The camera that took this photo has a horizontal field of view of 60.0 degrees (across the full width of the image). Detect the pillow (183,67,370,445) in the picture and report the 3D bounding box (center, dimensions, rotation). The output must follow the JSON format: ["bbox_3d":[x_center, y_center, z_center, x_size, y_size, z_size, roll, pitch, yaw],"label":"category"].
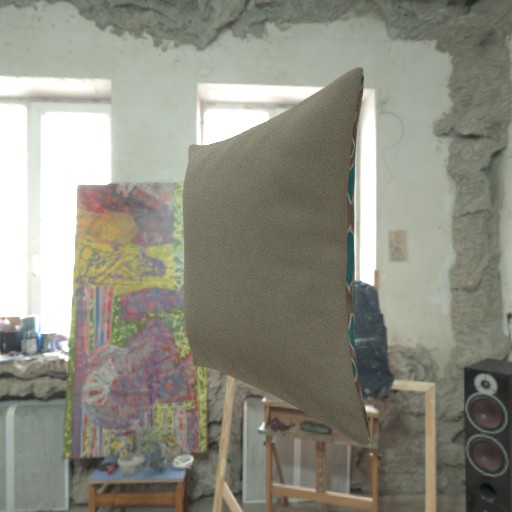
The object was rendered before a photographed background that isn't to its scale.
[{"bbox_3d":[0.000,0.000,0.805,0.166,0.507,0.526,0,0,-34],"label":"pillow"}]
